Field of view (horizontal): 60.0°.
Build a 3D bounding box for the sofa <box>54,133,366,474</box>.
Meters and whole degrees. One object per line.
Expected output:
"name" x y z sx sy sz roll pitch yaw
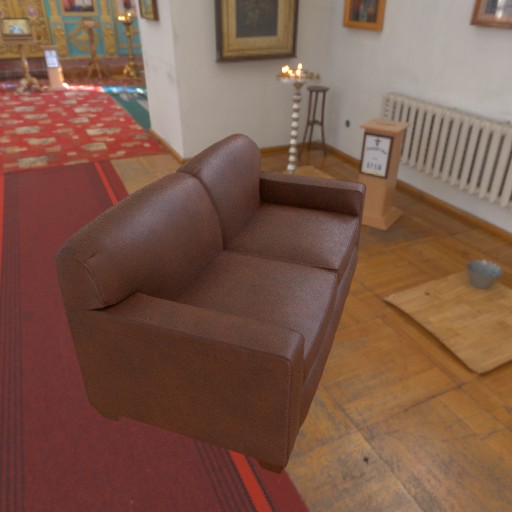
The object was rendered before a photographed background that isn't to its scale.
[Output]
"sofa" 0.000 0.000 2.444 1.000 0.966 1.856 10 31 17
